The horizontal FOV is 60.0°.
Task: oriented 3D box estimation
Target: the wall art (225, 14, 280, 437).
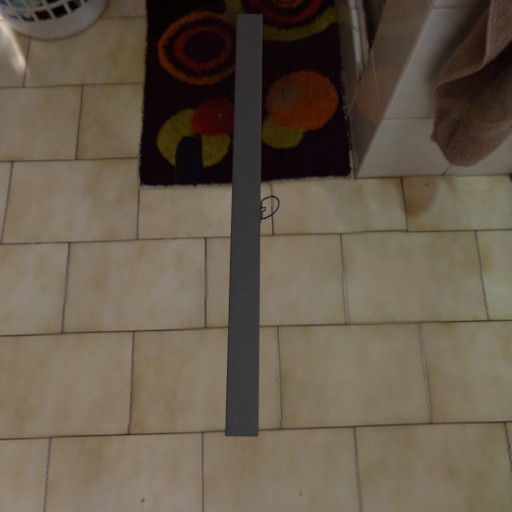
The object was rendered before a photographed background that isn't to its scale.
[{"bbox_3d":[0.000,0.000,0.515,0.038,0.349,0.349,1,75,0],"label":"wall art"}]
